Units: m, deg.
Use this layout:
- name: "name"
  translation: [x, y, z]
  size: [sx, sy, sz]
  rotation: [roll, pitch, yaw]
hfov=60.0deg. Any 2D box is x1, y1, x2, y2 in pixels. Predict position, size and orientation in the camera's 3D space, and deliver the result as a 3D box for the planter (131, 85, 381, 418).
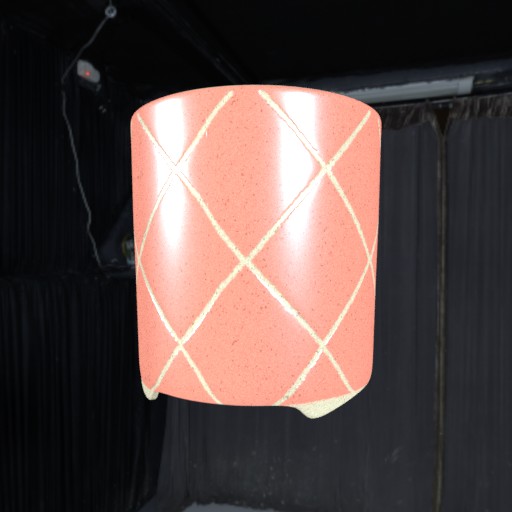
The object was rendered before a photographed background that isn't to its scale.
- name: "planter"
  translation: [0.000, 0.000, 0.351]
  size: [0.191, 0.200, 0.191]
  rotation: [0, 0, 0]
